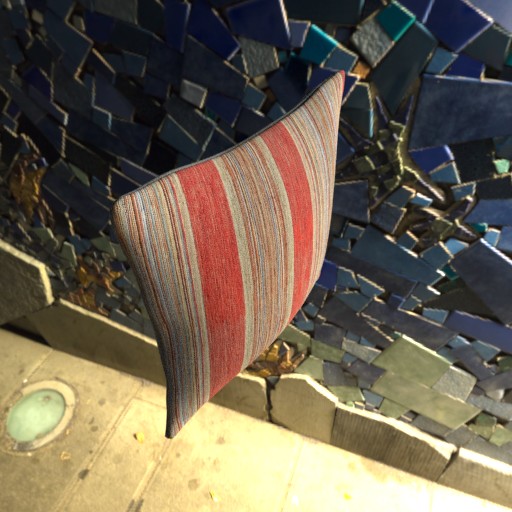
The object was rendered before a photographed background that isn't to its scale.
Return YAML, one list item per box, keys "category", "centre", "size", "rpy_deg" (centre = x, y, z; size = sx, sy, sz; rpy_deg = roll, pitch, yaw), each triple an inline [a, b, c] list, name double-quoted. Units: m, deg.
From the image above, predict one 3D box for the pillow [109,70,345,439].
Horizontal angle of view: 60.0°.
- category: "pillow"
  centre: [0.000, 0.000, 0.646]
  size: [0.136, 0.419, 0.437]
  rpy_deg: [25, 47, 26]
